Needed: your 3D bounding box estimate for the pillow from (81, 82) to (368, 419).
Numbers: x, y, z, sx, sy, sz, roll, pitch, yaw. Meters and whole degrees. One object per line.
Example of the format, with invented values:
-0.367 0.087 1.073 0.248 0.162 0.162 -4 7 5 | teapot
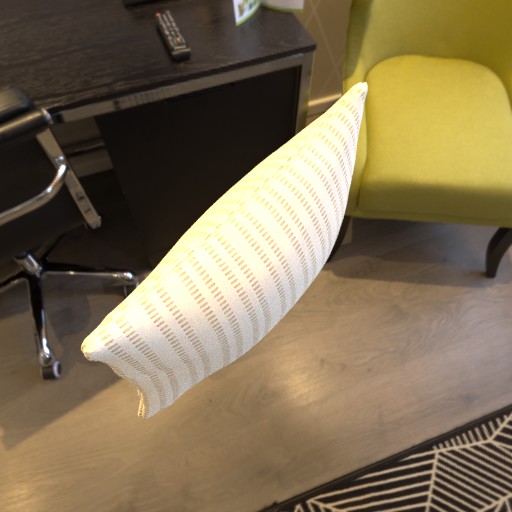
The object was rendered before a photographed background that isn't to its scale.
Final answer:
0.000 0.000 0.790 0.210 0.353 0.640 34 64 19 | pillow
